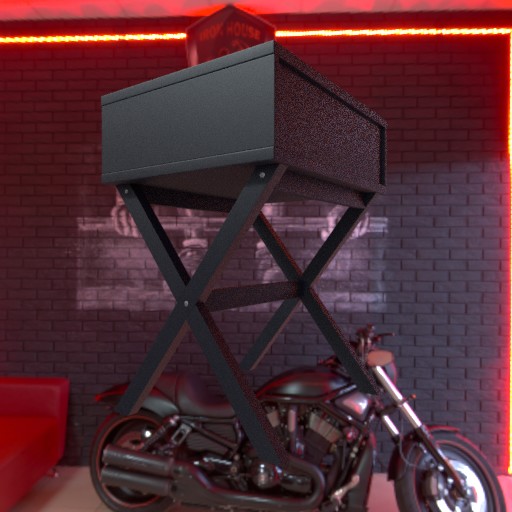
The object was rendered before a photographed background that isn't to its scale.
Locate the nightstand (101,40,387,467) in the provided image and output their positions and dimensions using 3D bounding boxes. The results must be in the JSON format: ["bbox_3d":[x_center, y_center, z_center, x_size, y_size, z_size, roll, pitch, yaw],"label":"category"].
[{"bbox_3d":[0.000,0.000,0.945,0.402,0.623,0.479,0,1,35],"label":"nightstand"}]
